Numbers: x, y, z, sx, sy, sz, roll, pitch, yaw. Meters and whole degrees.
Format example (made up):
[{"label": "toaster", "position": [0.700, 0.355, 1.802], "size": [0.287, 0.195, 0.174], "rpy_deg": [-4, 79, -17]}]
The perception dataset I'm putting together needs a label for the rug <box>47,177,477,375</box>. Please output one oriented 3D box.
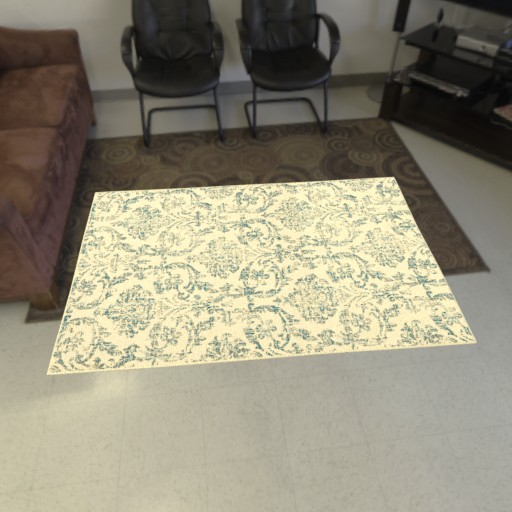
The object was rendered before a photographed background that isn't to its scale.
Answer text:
[{"label": "rug", "position": [0.000, 0.000, 3.439], "size": [2.746, 0.018, 1.819], "rpy_deg": [-3, 46, -3]}]
